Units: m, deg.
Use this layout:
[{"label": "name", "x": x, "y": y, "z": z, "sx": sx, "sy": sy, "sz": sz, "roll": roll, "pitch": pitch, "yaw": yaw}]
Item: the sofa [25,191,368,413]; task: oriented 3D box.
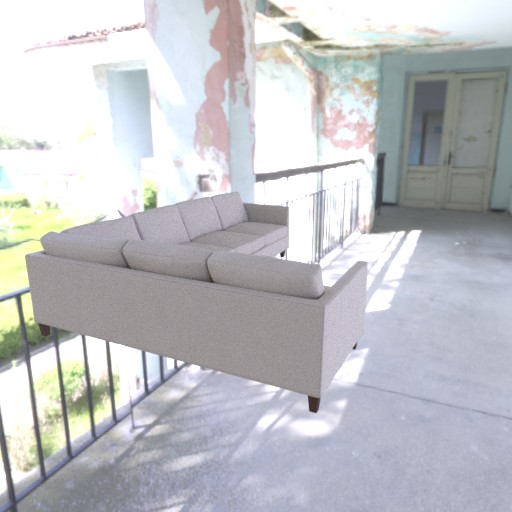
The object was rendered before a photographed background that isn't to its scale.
[{"label": "sofa", "x": 0.000, "y": 0.000, "z": 4.312, "sx": 2.432, "sy": 0.863, "sz": 3.182, "roll": 7, "pitch": 17, "yaw": 26}]
